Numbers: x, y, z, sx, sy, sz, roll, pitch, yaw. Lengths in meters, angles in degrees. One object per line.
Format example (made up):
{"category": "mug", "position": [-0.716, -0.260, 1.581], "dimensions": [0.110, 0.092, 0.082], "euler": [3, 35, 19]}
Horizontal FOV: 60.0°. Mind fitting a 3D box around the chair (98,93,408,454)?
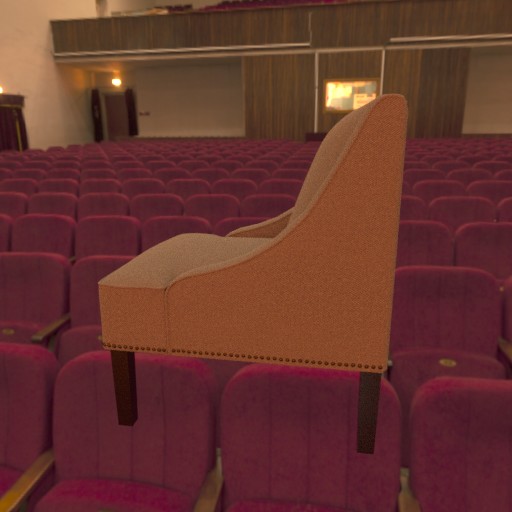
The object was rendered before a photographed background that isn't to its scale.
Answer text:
{"category": "chair", "position": [0.000, 0.000, 1.358], "dimensions": [0.748, 0.872, 0.628], "euler": [3, 15, 10]}
